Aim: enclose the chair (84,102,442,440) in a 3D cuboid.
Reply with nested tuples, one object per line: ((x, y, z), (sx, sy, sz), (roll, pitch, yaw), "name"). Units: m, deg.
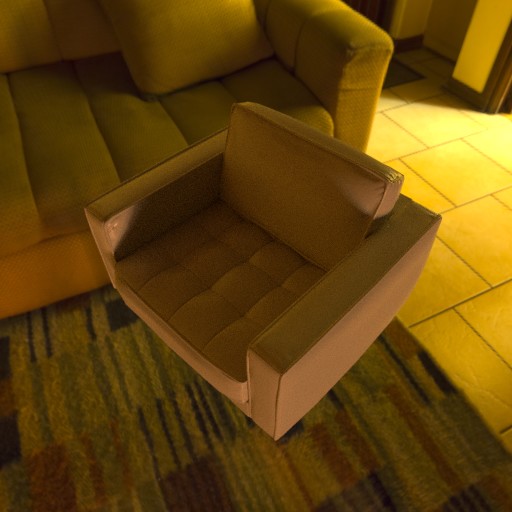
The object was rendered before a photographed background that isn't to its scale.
((0.000, 0.000, 1.567), (0.928, 0.773, 0.843), (35, 57, 28), "chair")
